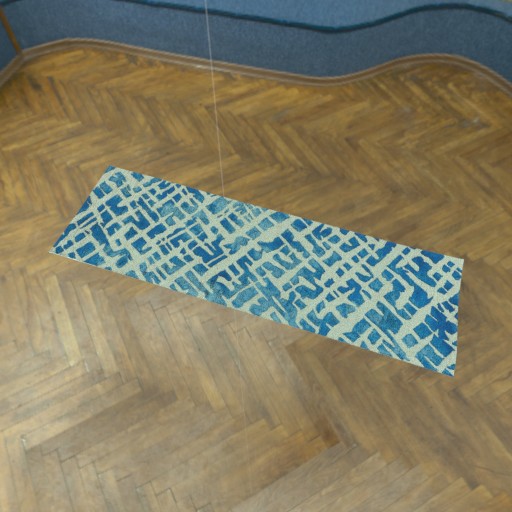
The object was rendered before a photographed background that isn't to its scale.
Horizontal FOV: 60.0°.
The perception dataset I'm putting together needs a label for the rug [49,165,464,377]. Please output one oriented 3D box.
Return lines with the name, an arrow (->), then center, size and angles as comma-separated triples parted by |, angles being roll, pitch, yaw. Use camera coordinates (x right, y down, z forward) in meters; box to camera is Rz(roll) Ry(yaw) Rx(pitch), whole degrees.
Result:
rug -> 0.000, 0.000, 2.726 | 2.446, 0.011, 0.768 | 16, 59, 10
